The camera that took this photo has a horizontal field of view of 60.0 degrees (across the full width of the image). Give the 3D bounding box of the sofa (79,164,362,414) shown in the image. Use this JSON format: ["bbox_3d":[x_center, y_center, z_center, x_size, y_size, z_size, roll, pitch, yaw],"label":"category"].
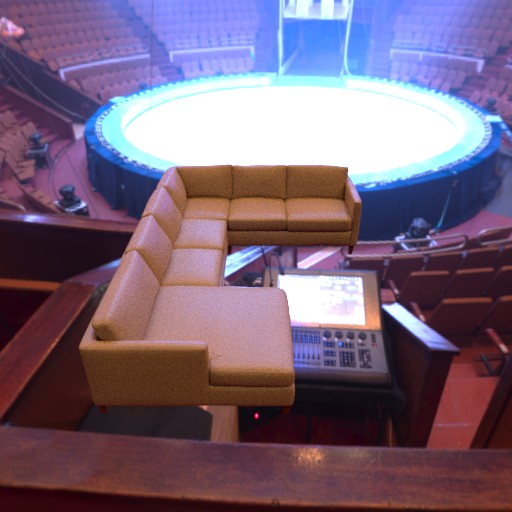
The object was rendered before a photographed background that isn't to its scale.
[{"bbox_3d":[0.000,0.000,4.764,2.594,0.961,3.460,0,32,0],"label":"sofa"}]
